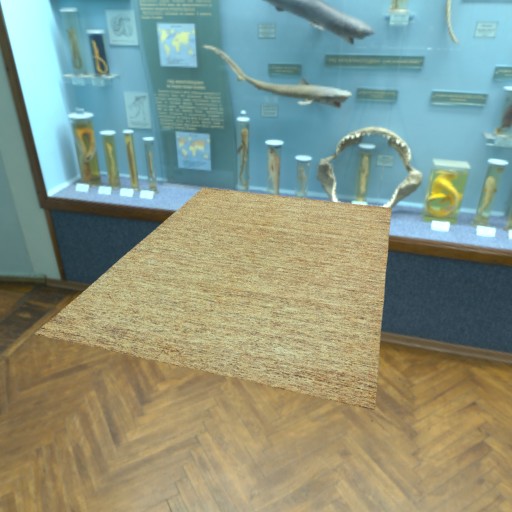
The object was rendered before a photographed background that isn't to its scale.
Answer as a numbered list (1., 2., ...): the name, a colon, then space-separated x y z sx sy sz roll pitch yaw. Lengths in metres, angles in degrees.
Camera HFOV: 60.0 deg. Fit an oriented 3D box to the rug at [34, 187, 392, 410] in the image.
1. rug: 0.000 0.000 4.279 2.438 0.012 3.200 8 30 15
